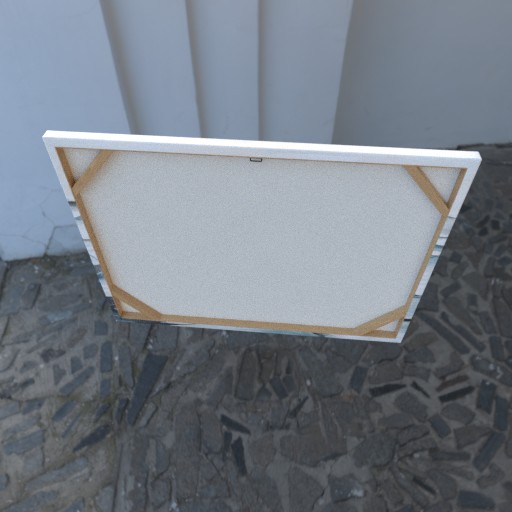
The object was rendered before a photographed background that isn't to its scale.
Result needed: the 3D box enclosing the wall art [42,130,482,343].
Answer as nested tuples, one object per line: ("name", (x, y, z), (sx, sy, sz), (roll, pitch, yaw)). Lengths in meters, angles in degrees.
("wall art", (0.000, 0.000, 1.568), (1.219, 0.915, 0.039), (4, 47, 3))
